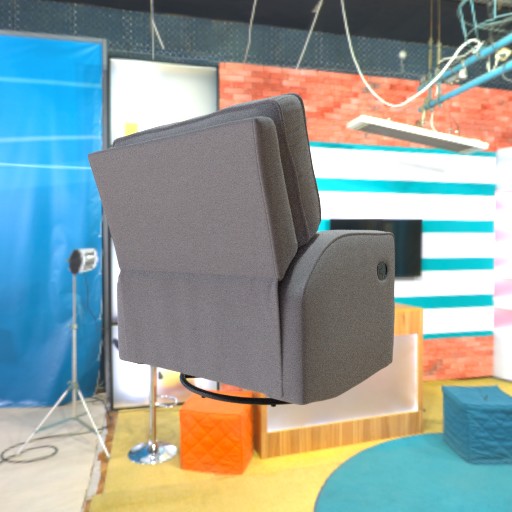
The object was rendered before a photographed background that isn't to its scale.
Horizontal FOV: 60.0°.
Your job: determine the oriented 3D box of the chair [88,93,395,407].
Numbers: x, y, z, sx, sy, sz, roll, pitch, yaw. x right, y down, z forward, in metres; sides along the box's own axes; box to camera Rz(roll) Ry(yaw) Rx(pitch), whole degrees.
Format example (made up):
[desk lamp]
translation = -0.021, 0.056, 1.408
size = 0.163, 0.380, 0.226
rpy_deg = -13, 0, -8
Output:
[chair]
translation = 0.000, 0.000, 1.706
size = 0.861, 0.964, 0.969
rpy_deg = 1, 2, 37
